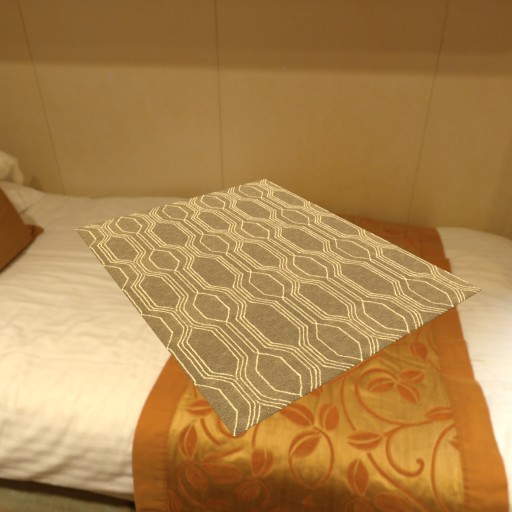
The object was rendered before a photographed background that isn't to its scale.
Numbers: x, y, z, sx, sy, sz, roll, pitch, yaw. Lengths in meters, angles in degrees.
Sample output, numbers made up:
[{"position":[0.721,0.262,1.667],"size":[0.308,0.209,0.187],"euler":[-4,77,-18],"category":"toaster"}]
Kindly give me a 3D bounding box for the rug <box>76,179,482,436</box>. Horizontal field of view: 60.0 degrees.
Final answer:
[{"position":[0.000,0.000,4.163],"size":[2.457,0.012,3.062],"euler":[-20,37,-30],"category":"rug"}]
